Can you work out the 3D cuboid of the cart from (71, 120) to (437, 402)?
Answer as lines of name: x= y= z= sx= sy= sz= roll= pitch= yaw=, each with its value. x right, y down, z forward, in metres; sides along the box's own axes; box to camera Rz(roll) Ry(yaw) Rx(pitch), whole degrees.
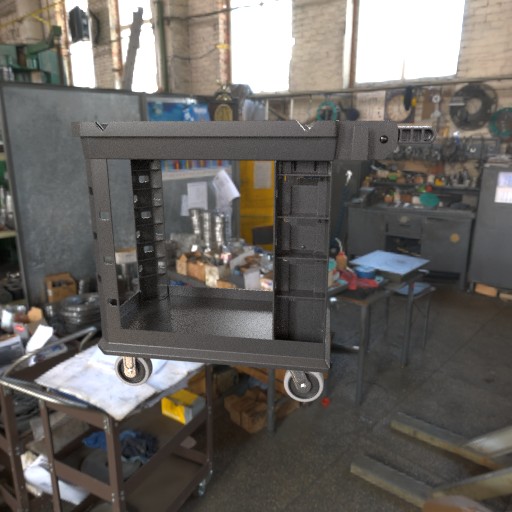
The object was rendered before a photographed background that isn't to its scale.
cart: x=0.000 y=0.000 z=1.537 sx=1.061 sy=0.884 sz=0.497 roll=2 pitch=16 yaw=9
